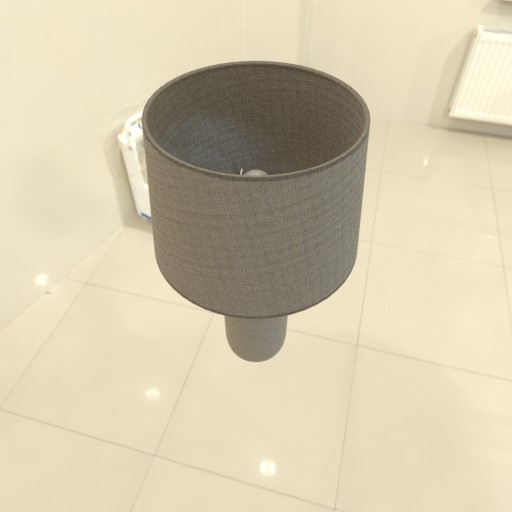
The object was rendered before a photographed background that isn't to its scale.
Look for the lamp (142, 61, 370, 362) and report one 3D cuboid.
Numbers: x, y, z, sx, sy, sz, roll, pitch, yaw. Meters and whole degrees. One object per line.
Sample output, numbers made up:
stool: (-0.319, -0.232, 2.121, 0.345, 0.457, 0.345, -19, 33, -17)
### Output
lamp: (0.000, 0.000, 0.849, 0.367, 0.609, 0.367, 0, 47, 0)
